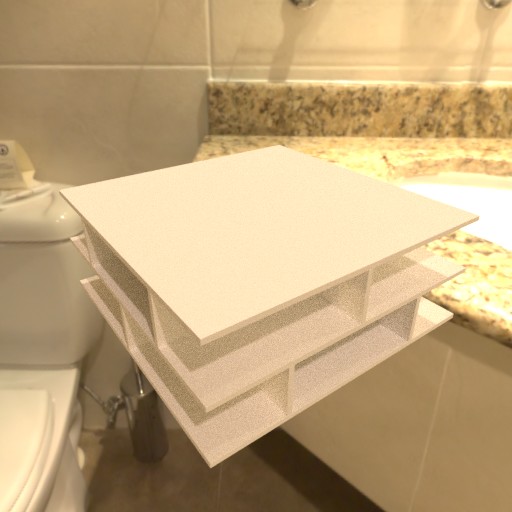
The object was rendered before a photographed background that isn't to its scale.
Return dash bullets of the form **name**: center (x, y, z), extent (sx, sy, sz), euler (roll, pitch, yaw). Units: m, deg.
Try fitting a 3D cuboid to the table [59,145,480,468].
- **table**: center (0.000, 0.000, 1.104), extent (0.700, 0.289, 0.700), euler (-20, 35, -31)
